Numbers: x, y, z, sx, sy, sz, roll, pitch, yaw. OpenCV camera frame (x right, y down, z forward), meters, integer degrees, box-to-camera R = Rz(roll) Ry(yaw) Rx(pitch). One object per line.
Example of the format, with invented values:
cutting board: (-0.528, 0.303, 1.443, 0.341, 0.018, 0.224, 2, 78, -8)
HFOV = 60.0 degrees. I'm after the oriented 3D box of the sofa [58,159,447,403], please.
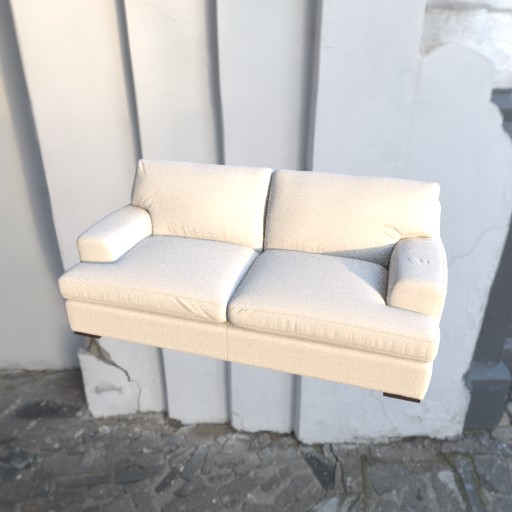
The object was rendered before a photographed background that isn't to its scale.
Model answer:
sofa: (0.000, 0.000, 2.832, 2.261, 0.940, 1.143, 7, 27, 15)
